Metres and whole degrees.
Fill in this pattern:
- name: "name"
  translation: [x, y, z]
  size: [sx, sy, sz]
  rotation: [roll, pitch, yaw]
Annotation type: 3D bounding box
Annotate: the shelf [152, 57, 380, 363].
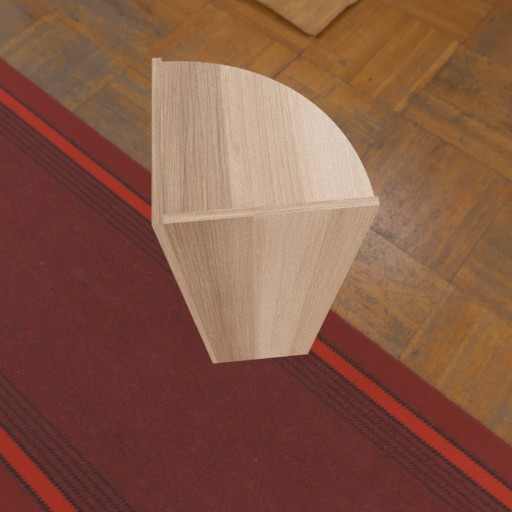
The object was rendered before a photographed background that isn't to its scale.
- name: "shelf"
  translation: [0.000, 0.000, 1.015]
  size: [0.290, 0.872, 0.290]
  rotation: [-5, 65, -2]
